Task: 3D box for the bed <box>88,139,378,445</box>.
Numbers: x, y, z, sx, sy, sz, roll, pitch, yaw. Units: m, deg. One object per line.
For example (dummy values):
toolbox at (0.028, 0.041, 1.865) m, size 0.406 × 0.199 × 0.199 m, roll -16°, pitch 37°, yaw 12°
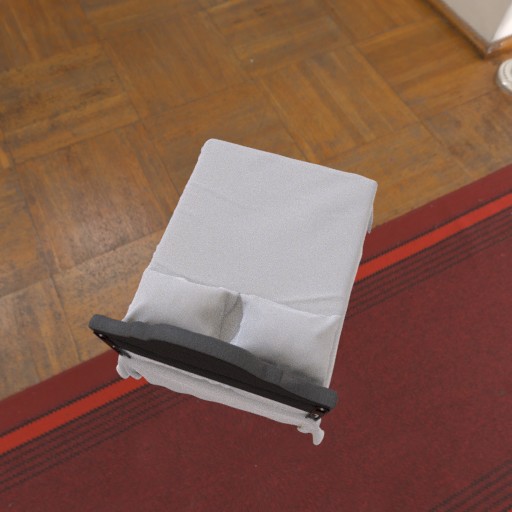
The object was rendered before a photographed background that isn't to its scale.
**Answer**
bed at (0.000, 0.000, 3.424) m, size 1.780 × 1.634 × 2.222 m, roll 16°, pitch 66°, yaw 8°
